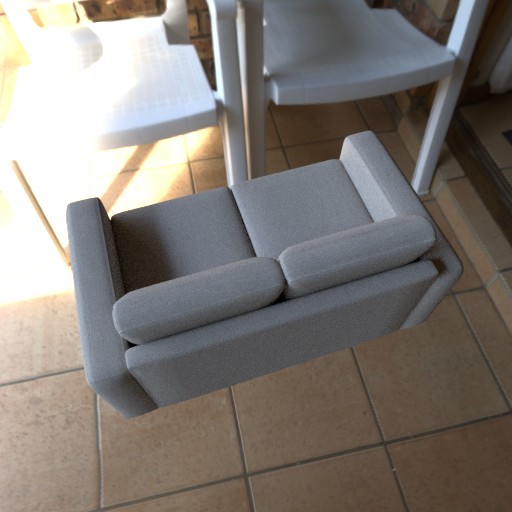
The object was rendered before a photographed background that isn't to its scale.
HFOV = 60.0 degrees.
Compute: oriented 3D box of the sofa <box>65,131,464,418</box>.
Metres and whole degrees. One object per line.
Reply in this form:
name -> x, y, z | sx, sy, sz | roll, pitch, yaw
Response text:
sofa -> 0.000, 0.000, 2.037 | 1.540, 0.800, 0.900 | -16, 60, -9
